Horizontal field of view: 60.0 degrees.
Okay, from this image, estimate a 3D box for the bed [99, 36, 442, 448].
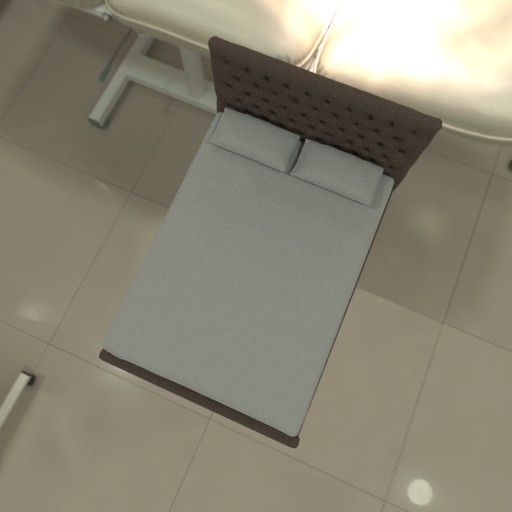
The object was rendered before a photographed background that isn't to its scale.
[{"bbox_3d":[0.000,0.000,3.398,1.698,1.427,2.387,23,77,6],"label":"bed"}]
